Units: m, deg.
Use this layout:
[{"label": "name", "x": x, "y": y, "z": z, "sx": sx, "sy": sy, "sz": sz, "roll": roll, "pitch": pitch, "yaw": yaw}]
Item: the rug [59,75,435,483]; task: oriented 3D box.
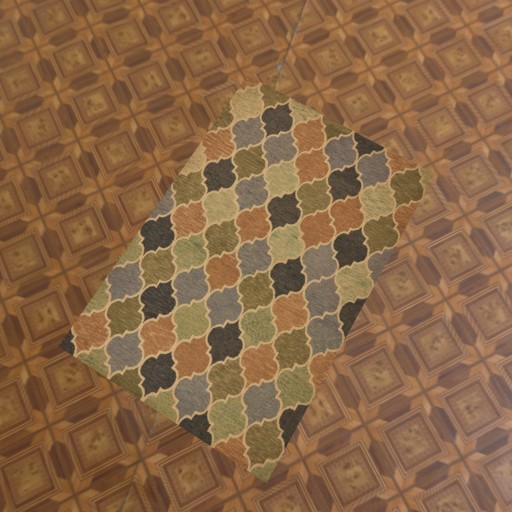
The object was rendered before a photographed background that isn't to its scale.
[{"label": "rug", "x": 0.000, "y": 0.000, "z": 2.931, "sx": 1.521, "sy": 0.006, "sz": 2.284, "roll": 30, "pitch": 78, "yaw": 7}]
